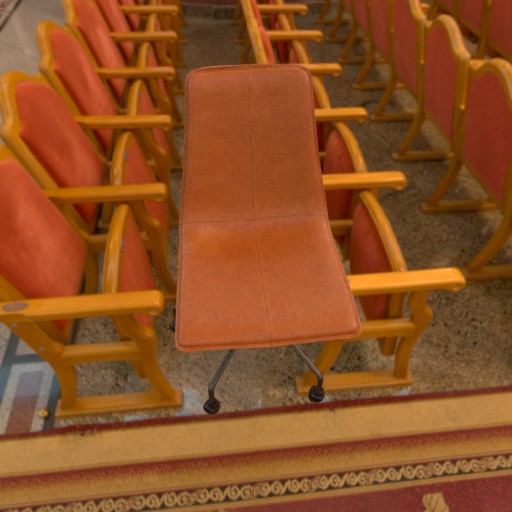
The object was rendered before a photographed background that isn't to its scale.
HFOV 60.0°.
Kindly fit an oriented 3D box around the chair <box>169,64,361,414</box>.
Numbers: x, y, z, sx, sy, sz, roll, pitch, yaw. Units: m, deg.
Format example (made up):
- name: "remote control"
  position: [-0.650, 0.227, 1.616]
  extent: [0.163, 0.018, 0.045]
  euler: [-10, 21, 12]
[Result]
- name: "chair"
  position: [0.000, 0.000, 1.351]
  extent: [0.651, 0.920, 0.660]
  euler: [-4, 46, -4]
